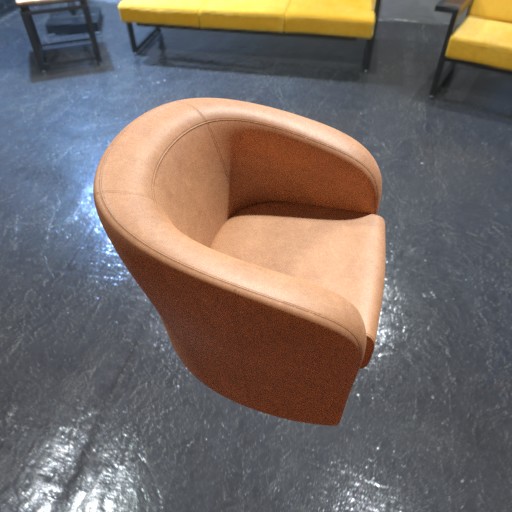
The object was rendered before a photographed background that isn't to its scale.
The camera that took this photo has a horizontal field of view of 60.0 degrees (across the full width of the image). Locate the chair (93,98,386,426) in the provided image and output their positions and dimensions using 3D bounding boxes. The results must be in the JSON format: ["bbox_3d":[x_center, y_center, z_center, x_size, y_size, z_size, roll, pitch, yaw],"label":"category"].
[{"bbox_3d":[0.000,0.000,1.425,0.815,0.771,0.791,11,47,10],"label":"chair"}]
